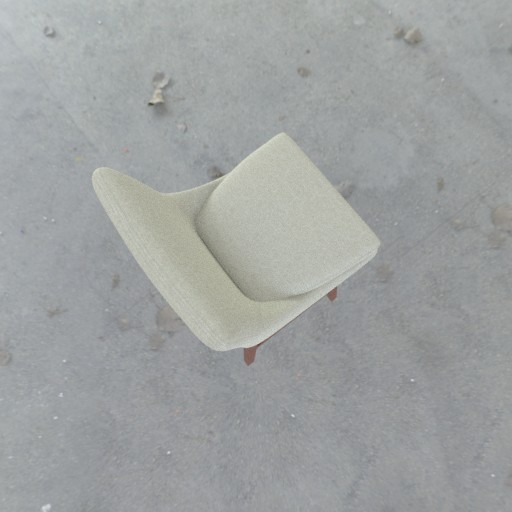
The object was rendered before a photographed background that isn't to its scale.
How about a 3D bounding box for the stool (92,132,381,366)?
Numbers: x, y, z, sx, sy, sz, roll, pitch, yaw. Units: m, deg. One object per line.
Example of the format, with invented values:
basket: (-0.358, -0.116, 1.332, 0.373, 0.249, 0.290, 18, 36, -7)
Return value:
stool: (0.000, 0.000, 1.399, 0.559, 1.092, 0.470, -36, 77, -9)
